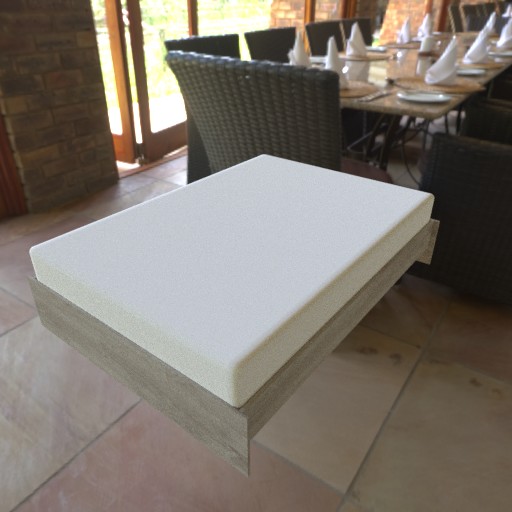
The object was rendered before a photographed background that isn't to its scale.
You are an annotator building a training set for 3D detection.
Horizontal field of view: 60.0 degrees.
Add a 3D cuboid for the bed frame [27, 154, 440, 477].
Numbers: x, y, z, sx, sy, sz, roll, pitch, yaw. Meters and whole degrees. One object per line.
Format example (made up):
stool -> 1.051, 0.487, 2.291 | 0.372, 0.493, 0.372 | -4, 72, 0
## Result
bed frame -> 0.000, 0.000, 2.572 | 1.445, 0.497, 1.945 | 22, 37, 32
